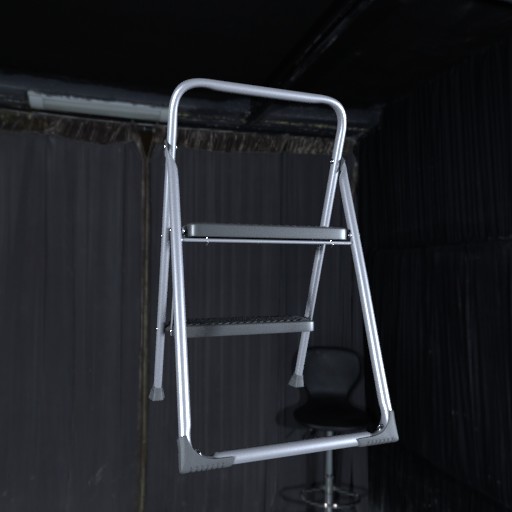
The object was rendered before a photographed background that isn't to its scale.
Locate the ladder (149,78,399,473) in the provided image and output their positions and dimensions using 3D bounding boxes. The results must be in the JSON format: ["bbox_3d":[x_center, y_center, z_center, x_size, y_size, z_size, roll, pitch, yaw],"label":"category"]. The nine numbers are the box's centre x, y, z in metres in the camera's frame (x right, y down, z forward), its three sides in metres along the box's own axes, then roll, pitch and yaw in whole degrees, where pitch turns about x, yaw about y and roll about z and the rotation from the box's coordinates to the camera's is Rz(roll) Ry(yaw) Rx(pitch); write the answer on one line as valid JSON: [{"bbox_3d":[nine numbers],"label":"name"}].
[{"bbox_3d":[0.000,0.000,1.005,0.430,0.720,0.472,1,-2,-19],"label":"ladder"}]
